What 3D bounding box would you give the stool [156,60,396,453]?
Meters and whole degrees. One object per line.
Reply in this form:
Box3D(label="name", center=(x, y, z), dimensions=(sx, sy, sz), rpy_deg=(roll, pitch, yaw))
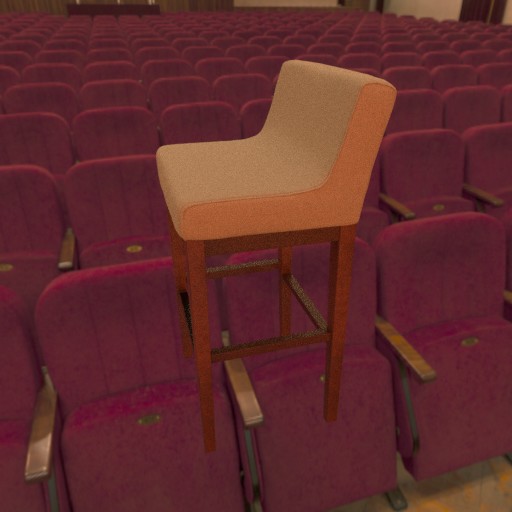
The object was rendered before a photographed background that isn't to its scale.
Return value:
Box3D(label="stool", center=(0.000, 0.000, 1.325), dimensions=(0.500, 1.037, 0.511), rpy_deg=(-8, 30, -14))
